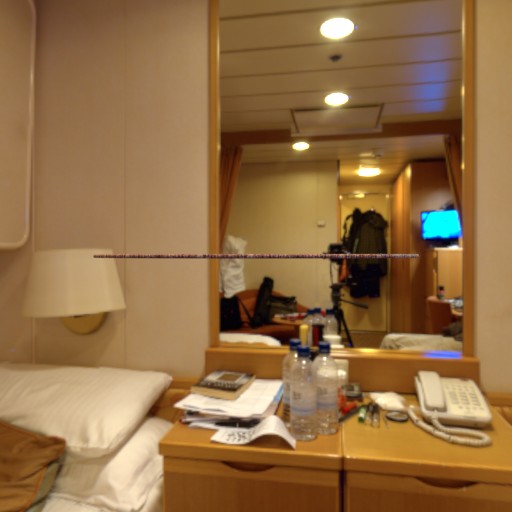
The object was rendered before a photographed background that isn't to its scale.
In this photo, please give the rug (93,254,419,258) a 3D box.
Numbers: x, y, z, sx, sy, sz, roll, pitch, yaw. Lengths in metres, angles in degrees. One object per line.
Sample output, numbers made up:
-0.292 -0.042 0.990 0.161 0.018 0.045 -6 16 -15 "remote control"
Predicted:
0.000 0.000 2.194 1.514 0.015 1.514 0 0 0 "rug"
